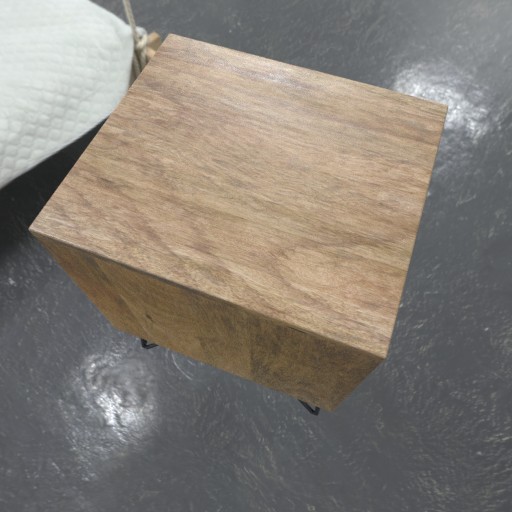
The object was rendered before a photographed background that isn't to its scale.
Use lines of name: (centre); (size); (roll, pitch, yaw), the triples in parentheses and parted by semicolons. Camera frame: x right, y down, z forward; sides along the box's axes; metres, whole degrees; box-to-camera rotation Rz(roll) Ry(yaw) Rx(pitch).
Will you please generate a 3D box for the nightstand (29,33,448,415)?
nightstand: (0.000, 0.000, 0.851); (0.457, 0.559, 0.406); (19, 64, 10)
